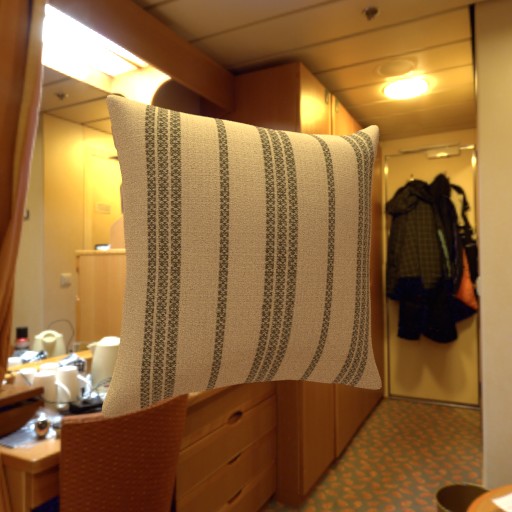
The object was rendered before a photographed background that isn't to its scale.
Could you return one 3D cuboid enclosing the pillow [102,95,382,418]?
[{"bbox_3d":[0.000,0.000,0.620,0.405,0.406,0.173,0,-1,-19],"label":"pillow"}]
